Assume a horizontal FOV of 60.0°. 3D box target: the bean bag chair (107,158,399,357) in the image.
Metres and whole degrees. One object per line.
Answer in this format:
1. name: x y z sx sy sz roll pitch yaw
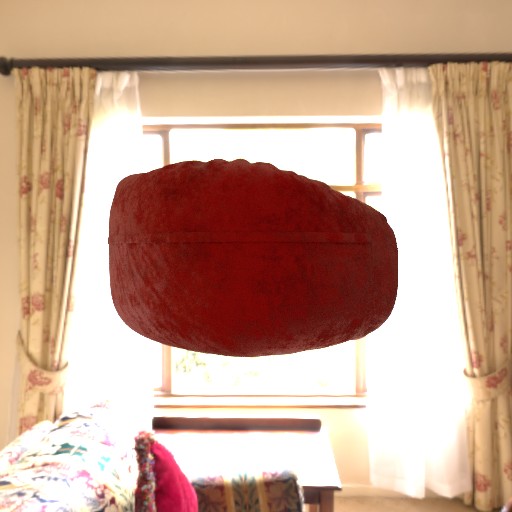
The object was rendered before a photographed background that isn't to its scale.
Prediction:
1. bean bag chair: 0.000 0.000 2.445 1.524 0.878 1.524 -1 1 -38
